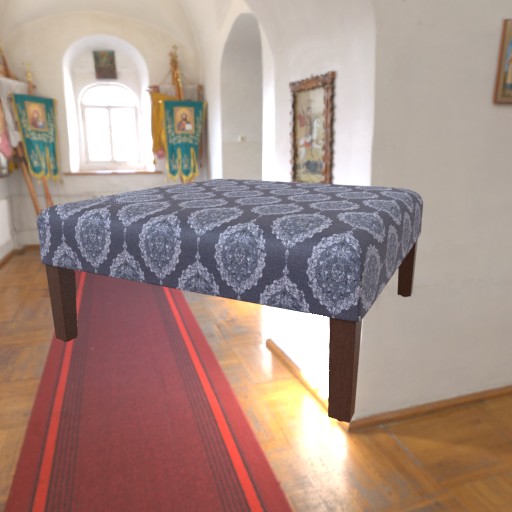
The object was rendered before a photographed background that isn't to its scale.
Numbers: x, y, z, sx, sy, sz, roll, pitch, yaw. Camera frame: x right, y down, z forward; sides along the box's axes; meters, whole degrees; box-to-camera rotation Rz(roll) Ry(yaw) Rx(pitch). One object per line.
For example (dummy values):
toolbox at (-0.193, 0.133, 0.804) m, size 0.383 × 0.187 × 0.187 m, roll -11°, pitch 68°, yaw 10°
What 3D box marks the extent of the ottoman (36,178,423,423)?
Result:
ottoman at (0.000, 0.000, 1.417) m, size 0.889 × 0.409 × 0.890 m, roll 8°, pitch 17°, yaw 26°
